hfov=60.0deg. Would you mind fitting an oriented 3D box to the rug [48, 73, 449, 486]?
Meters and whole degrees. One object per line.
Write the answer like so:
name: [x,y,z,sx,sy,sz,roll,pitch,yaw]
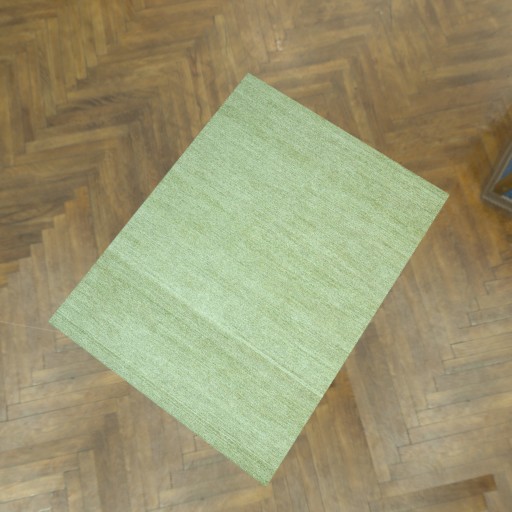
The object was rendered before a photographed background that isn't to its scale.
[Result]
rug: [0.000,0.000,4.218,2.425,0.016,3.198,34,78,8]
